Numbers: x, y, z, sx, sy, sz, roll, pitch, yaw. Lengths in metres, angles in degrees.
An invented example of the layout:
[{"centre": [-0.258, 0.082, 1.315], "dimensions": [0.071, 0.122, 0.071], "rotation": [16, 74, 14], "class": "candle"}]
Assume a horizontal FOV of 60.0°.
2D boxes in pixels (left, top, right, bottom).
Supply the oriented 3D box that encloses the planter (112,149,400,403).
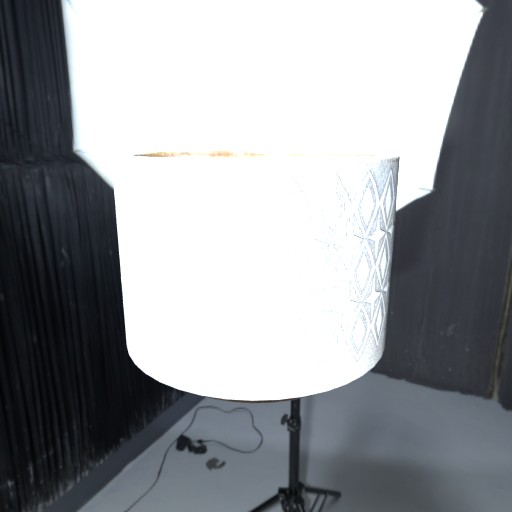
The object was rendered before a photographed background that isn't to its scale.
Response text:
[{"centre": [0.000, 0.000, 0.318], "dimensions": [0.186, 0.144, 0.186], "rotation": [0, 15, 0], "class": "planter"}]
